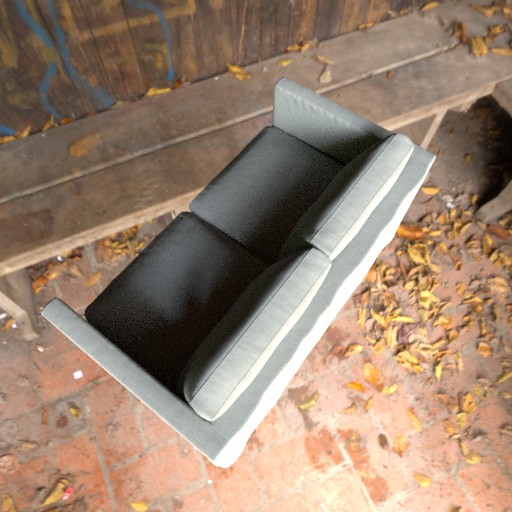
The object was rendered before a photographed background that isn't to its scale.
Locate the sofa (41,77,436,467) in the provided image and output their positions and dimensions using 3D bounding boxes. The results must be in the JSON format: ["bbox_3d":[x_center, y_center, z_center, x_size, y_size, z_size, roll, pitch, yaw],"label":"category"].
[{"bbox_3d":[0.000,0.000,2.213,0.944,0.830,1.727,34,68,16],"label":"sofa"}]
